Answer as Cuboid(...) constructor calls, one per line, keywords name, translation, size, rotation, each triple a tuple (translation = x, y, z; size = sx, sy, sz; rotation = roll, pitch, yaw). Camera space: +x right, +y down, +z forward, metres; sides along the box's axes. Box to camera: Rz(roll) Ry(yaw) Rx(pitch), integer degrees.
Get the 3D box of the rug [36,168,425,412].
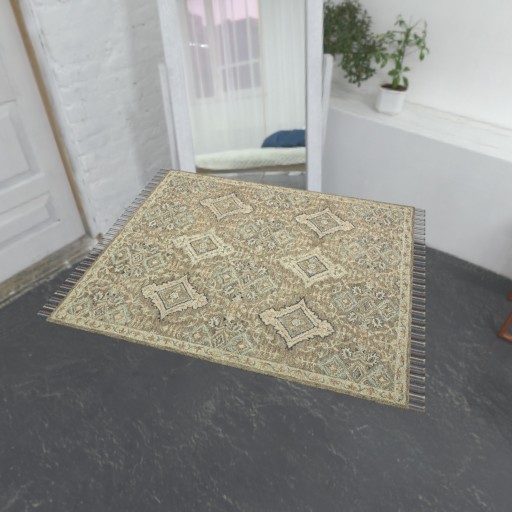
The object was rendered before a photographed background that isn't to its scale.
Cuboid(name="rug", translation=(0.000, 0.000, 4.161), size=(3.056, 0.010, 2.437), rotation=(11, 43, 12))
